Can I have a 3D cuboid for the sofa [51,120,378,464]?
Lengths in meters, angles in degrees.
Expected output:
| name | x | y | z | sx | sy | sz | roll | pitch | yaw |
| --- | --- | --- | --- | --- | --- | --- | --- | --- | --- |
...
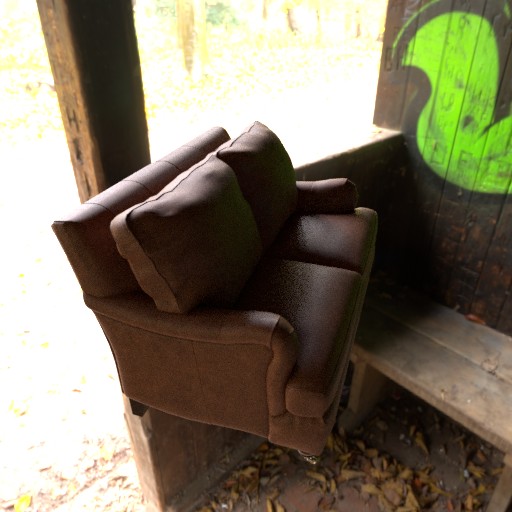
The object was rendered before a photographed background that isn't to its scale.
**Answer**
| name | x | y | z | sx | sy | sz | roll | pitch | yaw |
| --- | --- | --- | --- | --- | --- | --- | --- | --- | --- |
| sofa | 0.000 | 0.000 | 2.198 | 1.077 | 1.004 | 1.527 | 10 | 32 | 17 |
